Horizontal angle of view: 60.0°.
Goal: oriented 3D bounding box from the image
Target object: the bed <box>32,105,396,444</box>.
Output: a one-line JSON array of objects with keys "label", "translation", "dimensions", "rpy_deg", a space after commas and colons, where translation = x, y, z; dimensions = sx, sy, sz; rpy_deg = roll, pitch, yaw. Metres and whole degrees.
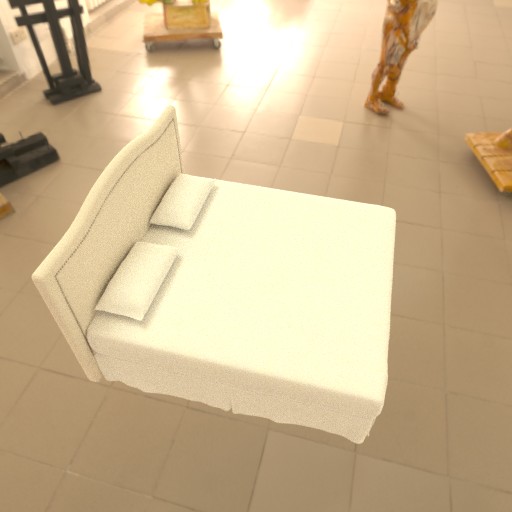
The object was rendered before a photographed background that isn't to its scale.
[{"label": "bed", "translation": [0.000, 0.000, 3.492], "dimensions": [2.182, 1.421, 2.083], "rpy_deg": [11, 48, 10]}]
